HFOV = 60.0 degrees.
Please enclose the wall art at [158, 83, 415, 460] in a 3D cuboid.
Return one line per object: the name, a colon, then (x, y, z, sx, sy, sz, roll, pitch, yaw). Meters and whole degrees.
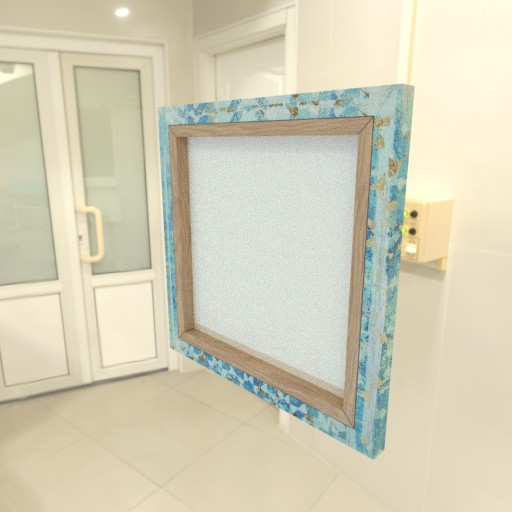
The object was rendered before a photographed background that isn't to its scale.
wall art: (0.000, 0.000, 0.908, 0.040, 0.609, 0.609, -14, 20, -43)
